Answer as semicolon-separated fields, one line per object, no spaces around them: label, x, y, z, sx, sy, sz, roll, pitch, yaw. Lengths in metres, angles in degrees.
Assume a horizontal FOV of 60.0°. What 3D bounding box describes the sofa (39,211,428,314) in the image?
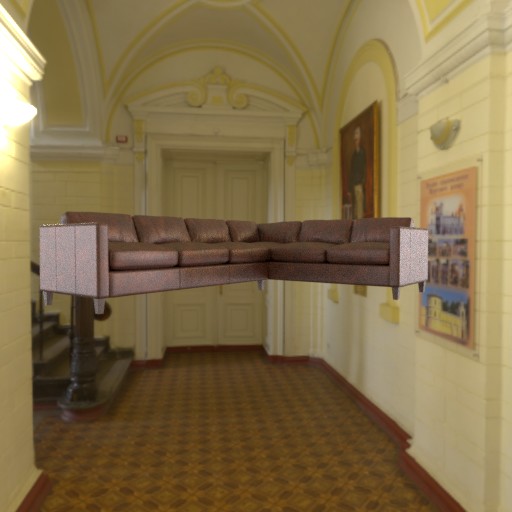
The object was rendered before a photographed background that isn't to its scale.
sofa;0.000;0.000;4.426;2.438;0.836;3.152;1;2;37
